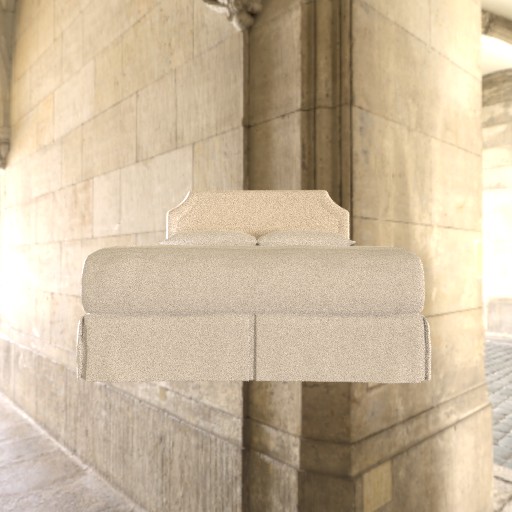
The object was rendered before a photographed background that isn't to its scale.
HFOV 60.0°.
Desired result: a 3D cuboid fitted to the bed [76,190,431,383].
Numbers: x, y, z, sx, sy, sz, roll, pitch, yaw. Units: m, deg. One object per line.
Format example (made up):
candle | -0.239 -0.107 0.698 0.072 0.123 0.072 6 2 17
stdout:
bed | 0.000 0.000 3.826 2.134 1.524 2.548 0 -1 1
